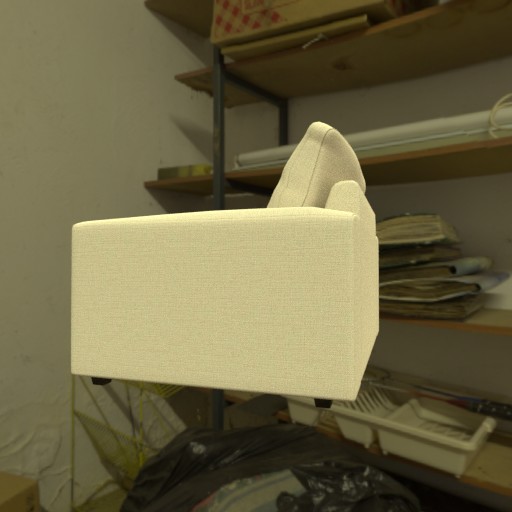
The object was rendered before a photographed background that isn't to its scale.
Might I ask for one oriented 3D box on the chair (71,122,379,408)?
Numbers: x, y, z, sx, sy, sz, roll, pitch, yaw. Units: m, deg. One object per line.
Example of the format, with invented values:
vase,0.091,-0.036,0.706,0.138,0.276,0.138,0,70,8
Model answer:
chair,0.000,0.000,2.069,1.039,0.915,1.398,0,-1,18
